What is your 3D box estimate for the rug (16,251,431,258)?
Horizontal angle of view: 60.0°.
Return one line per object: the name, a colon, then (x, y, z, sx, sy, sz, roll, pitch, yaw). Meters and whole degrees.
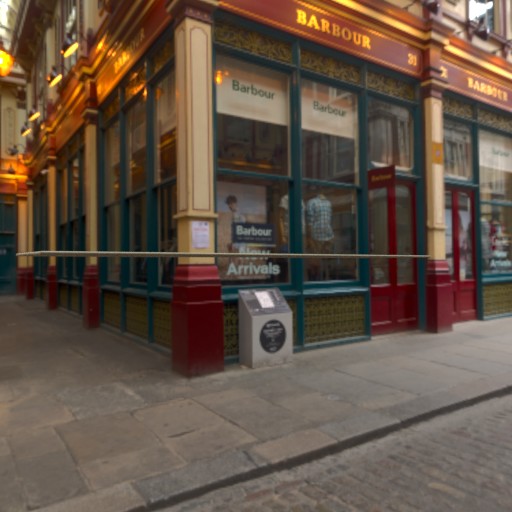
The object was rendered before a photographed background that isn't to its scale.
rug: (0.000, 0.000, 2.474, 2.297, 0.013, 0.661, 0, -1, -35)
